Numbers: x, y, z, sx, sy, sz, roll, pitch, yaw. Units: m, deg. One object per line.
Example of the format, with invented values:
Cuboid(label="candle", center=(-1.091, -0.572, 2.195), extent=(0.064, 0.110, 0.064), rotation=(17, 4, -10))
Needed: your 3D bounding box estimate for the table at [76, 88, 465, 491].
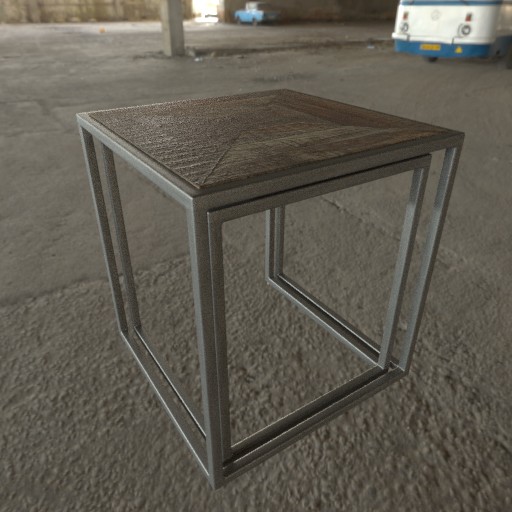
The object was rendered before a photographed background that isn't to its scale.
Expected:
Cuboid(label="table", center=(0.000, 0.000, 0.835), extent=(0.450, 0.500, 0.449), rotation=(-18, 35, -28))
